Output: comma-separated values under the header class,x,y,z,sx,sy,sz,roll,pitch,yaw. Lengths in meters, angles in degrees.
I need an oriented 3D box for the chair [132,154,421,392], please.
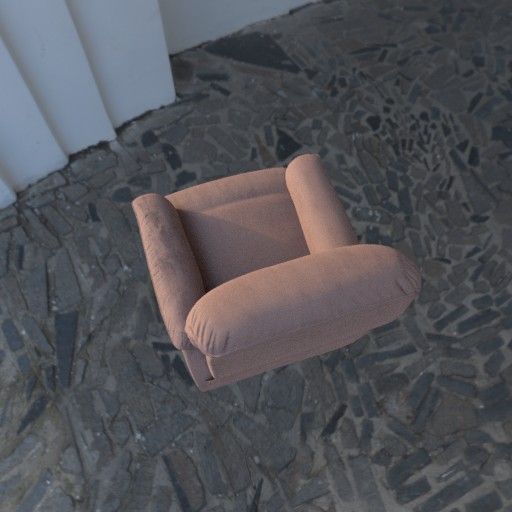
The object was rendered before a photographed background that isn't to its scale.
class,x,y,z,sx,sy,sz,roll,pitch,yaw
chair,0.000,0.000,1.729,0.820,1.037,1.004,-16,60,-9
